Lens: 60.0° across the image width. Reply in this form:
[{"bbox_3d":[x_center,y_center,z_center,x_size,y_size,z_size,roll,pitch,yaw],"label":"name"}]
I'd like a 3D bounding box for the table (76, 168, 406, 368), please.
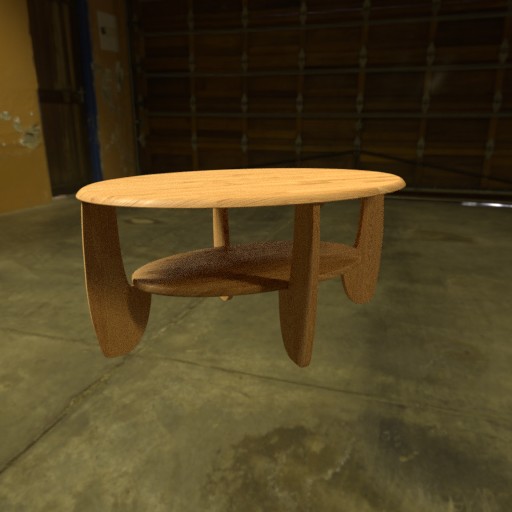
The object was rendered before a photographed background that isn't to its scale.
[{"bbox_3d":[0.000,0.000,1.433,1.040,0.490,0.690,-8,18,-25],"label":"table"}]
